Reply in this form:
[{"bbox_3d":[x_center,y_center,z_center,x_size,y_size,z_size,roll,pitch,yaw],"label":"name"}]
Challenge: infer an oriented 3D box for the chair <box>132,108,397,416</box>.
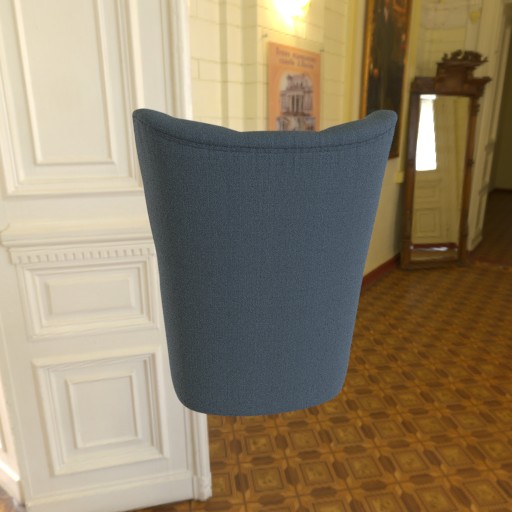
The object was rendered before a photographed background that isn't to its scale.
[{"bbox_3d":[0.000,0.000,1.739,0.831,1.079,0.930,-3,17,-9],"label":"chair"}]
